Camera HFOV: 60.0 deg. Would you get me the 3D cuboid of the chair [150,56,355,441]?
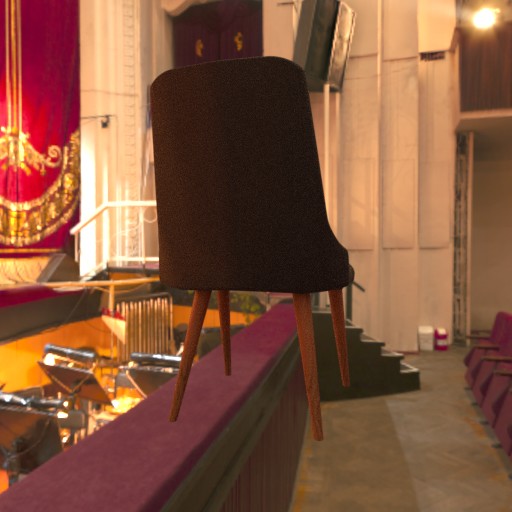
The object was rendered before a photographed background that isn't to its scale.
[{"bbox_3d":[0.000,0.000,1.187,0.504,0.820,0.567,0,1,17],"label":"chair"}]
